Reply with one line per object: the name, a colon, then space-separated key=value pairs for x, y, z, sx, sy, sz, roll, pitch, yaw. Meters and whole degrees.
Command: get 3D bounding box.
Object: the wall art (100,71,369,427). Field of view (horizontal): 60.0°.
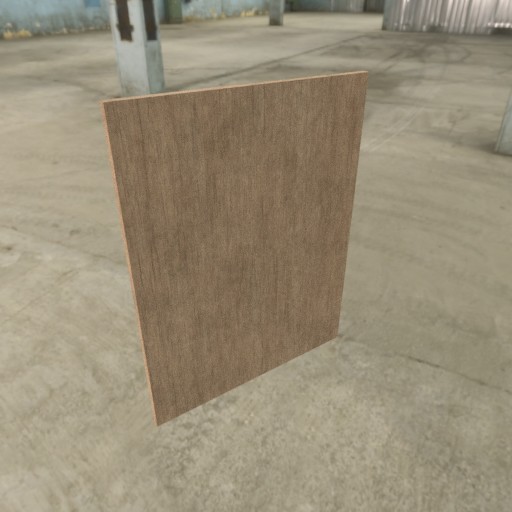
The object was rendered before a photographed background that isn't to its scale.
wall art: x=0.000 y=0.000 z=0.935 sx=0.534 sy=0.686 sz=0.018 roll=-19 pitch=35 yaw=-29
